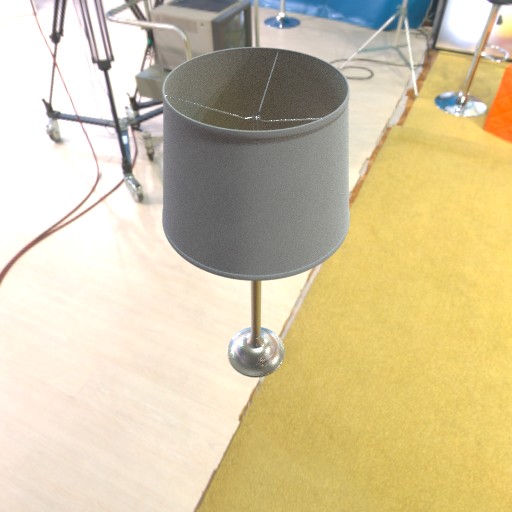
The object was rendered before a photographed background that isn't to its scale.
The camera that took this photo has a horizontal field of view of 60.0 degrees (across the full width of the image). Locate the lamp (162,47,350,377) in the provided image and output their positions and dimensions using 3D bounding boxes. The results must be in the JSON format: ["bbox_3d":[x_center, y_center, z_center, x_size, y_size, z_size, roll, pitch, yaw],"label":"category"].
[{"bbox_3d":[0.000,0.000,0.874,0.331,0.698,0.331,0,46,0],"label":"lamp"}]
